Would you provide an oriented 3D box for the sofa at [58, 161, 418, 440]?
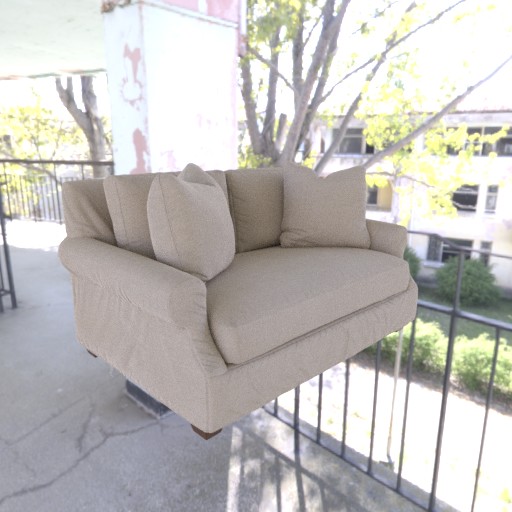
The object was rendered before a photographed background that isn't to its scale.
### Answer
[{"bbox_3d":[0.000,0.000,2.181,1.550,0.905,1.070,-13,19,-43],"label":"sofa"}]
